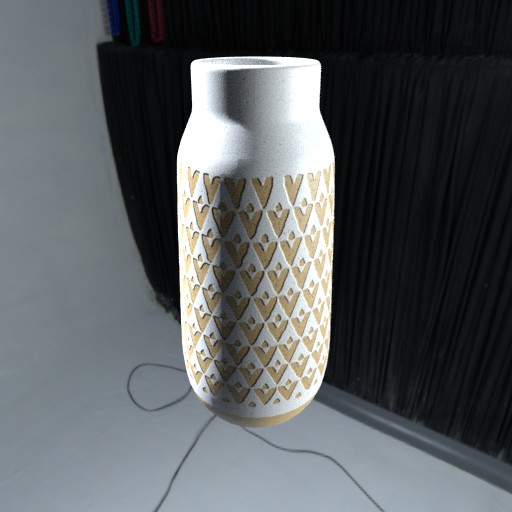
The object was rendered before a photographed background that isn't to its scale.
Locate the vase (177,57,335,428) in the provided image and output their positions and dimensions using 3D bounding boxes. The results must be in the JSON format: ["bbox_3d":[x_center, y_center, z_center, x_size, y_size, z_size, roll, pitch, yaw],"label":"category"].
[{"bbox_3d":[0.000,0.000,0.380,0.137,0.307,0.137,0,27,0],"label":"vase"}]
